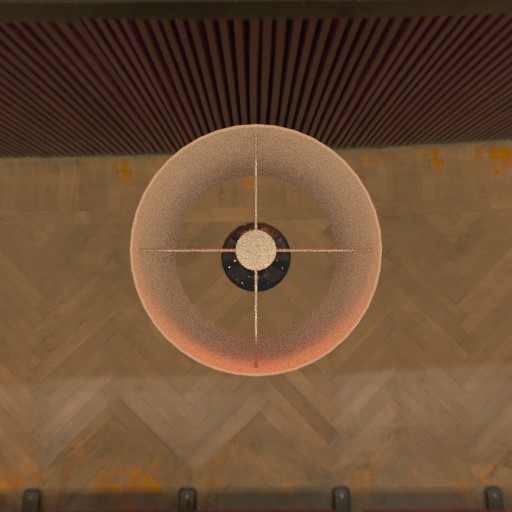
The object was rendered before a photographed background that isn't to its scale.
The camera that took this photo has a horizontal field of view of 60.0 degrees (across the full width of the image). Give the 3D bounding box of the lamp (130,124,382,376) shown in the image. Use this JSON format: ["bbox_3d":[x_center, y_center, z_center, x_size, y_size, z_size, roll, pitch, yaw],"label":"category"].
[{"bbox_3d":[0.000,0.000,0.592,0.207,0.461,0.207,0,89,0],"label":"lamp"}]
